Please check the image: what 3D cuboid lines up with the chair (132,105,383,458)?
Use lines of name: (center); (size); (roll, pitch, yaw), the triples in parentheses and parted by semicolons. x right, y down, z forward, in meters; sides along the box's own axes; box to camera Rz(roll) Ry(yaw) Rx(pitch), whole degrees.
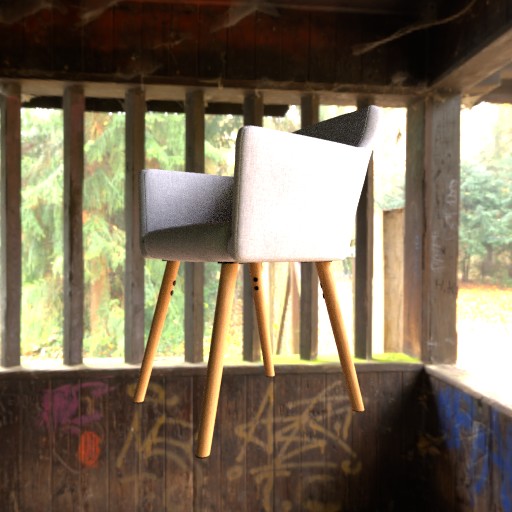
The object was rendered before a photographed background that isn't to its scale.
chair: (0.000, 0.000, 1.169); (0.540, 0.780, 0.570); (0, 1, -34)
